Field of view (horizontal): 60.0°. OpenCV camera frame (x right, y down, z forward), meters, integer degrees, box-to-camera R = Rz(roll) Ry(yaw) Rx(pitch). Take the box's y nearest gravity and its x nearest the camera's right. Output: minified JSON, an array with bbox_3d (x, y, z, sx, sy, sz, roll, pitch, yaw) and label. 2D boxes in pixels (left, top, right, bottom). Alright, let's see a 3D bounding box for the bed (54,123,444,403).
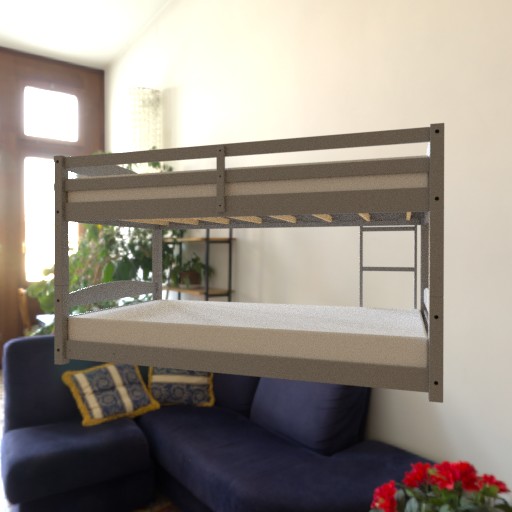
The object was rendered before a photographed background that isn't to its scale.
[{"bbox_3d":[0.000,0.000,2.678,2.013,1.206,1.105,0,1,18],"label":"bed"}]
